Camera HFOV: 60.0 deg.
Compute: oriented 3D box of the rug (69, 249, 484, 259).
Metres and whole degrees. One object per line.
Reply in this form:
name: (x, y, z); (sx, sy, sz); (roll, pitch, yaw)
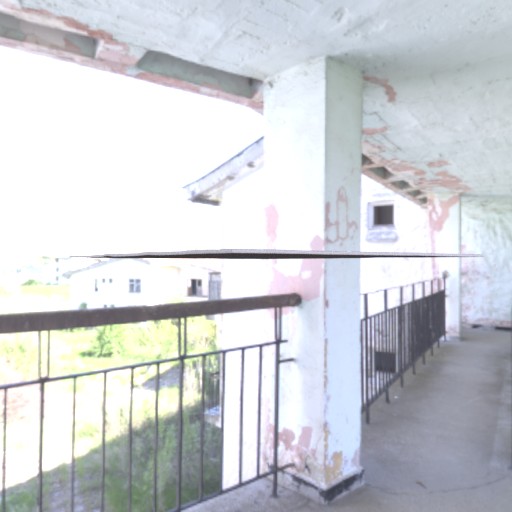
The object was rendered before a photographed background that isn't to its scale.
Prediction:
rug: (0.000, 0.000, 0.884); (0.548, 0.006, 0.639); (1, -1, -37)
